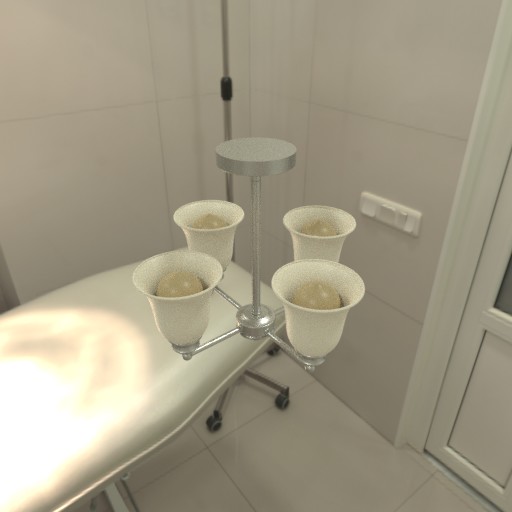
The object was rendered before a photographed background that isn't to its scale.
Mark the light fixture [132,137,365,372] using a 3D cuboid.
[{"bbox_3d":[0.000,0.000,0.752,0.427,0.370,0.427,-21,36,-32],"label":"light fixture"}]
